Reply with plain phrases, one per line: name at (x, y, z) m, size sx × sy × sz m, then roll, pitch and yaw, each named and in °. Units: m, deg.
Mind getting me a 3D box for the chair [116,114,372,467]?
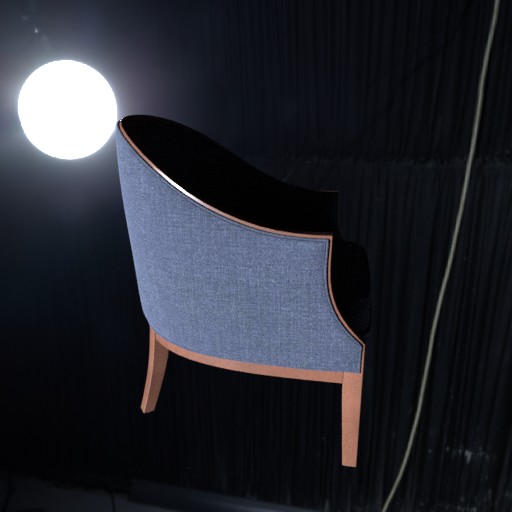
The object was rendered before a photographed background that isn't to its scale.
chair at (0.000, 0.000, 1.434) m, size 0.735 × 0.876 × 0.803 m, roll 3°, pitch 16°, yaw 11°
